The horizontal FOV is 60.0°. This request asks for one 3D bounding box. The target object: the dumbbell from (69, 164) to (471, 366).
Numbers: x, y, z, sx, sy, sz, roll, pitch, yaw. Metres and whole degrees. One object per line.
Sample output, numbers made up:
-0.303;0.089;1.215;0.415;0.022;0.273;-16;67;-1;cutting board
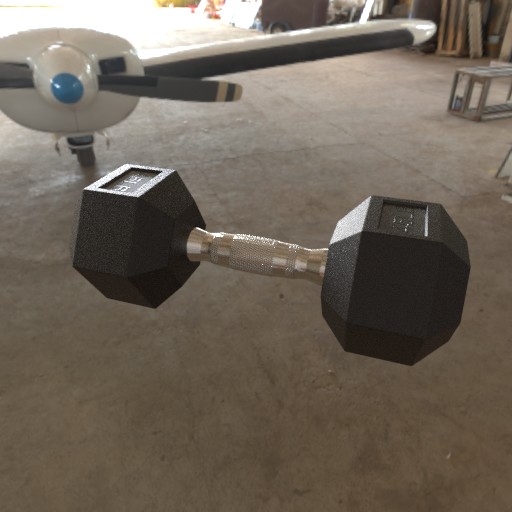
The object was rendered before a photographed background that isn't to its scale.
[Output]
0.000;0.000;0.419;0.356;0.123;0.141;10;33;16;dumbbell
